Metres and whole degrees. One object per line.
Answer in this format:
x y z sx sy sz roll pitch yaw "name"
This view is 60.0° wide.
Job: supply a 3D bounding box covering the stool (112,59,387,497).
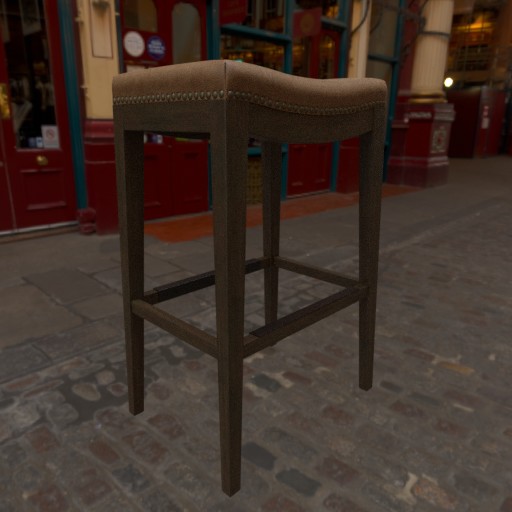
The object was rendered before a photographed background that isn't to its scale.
0.000 0.000 1.000 0.361 0.759 0.500 16 23 42 "stool"
